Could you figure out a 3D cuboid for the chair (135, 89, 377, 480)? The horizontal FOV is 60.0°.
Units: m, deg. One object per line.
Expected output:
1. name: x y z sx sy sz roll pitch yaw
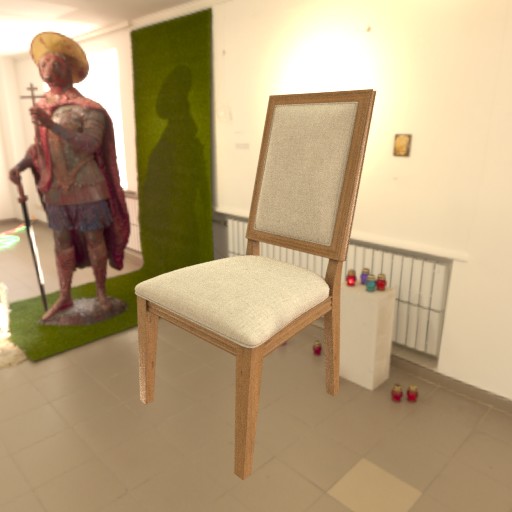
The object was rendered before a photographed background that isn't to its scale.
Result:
1. chair: 0.000 0.000 1.386 0.536 0.988 0.601 16 22 42
